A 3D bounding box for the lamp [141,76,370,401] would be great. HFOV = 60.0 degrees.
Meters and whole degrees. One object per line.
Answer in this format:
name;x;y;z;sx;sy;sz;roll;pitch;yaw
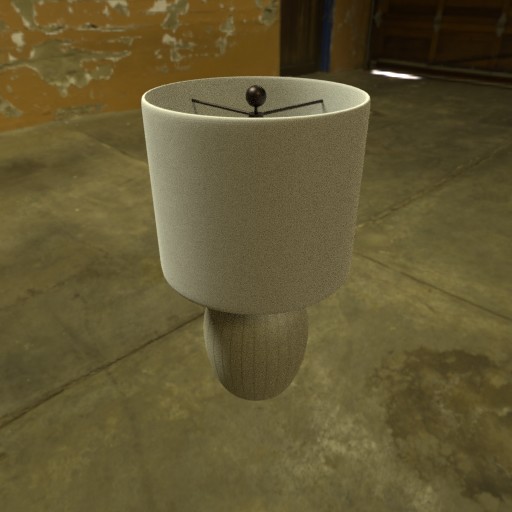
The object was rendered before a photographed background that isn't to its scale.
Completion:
lamp;0.000;0.000;0.784;0.329;0.570;0.329;1;30;1
